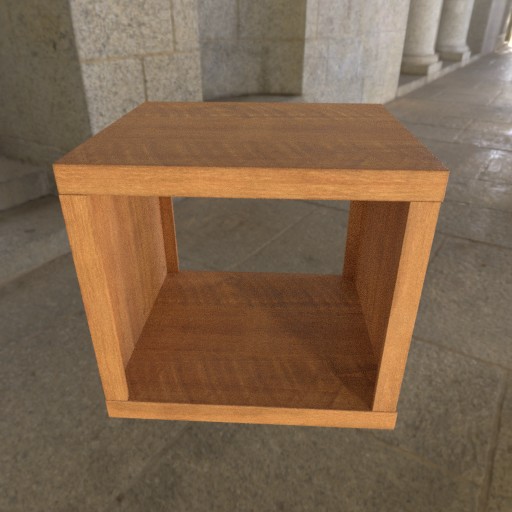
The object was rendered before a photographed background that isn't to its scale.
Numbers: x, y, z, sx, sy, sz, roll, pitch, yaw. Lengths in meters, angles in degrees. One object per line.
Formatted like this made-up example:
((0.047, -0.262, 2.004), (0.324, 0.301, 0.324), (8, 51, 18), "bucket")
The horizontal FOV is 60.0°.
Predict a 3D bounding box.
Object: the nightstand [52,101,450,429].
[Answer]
((0.000, 0.000, 0.852), (0.493, 0.491, 0.436), (1, 29, 3), "nightstand")
